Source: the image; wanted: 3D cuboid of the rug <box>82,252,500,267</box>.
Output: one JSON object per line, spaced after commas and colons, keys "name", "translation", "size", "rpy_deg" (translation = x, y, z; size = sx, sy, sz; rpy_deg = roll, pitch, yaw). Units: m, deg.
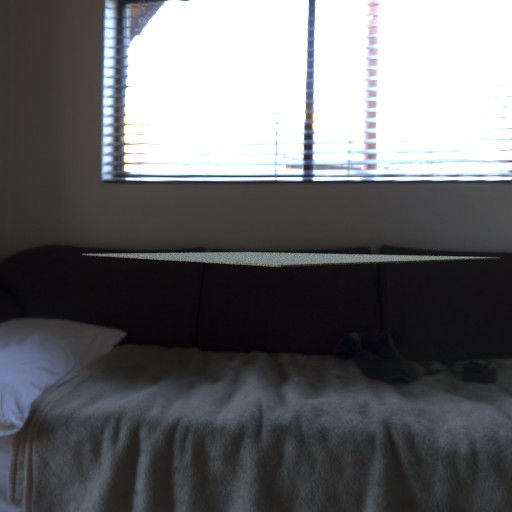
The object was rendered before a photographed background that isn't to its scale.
{"name": "rug", "translation": [0.000, 0.000, 2.132], "size": [1.143, 0.006, 1.747], "rpy_deg": [-1, 2, -37]}
